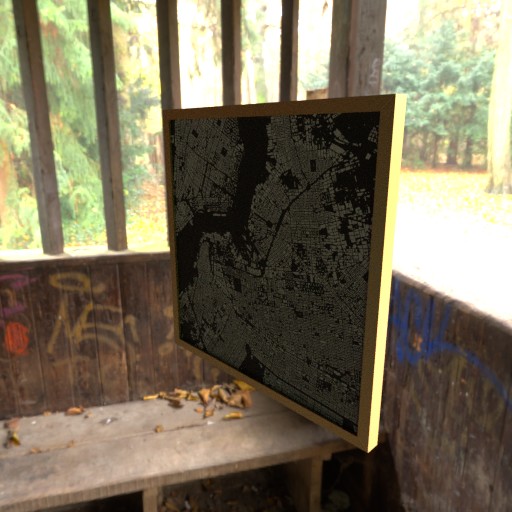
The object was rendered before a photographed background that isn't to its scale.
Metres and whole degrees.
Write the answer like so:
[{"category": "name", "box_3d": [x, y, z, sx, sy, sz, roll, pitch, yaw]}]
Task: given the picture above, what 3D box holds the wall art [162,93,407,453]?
[{"category": "wall art", "box_3d": [0.000, 0.000, 2.967, 0.099, 1.926, 1.926, -14, 21, -42]}]
